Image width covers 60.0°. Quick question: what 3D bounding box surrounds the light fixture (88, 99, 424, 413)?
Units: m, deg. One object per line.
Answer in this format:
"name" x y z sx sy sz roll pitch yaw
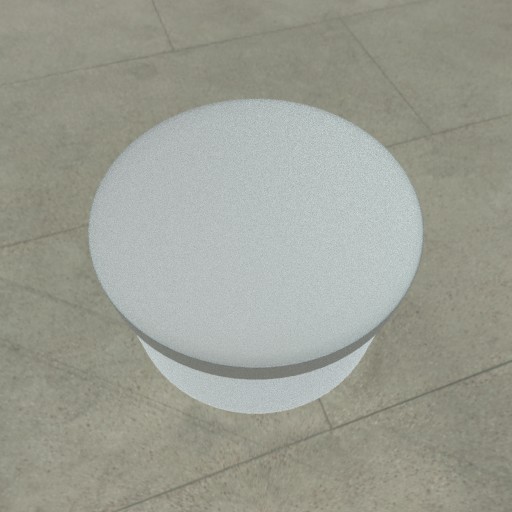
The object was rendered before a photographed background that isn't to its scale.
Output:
"light fixture" 0.000 0.000 0.622 0.393 0.229 0.393 0 58 0
